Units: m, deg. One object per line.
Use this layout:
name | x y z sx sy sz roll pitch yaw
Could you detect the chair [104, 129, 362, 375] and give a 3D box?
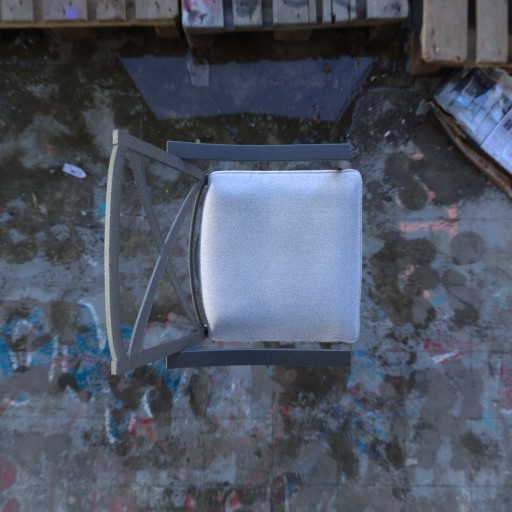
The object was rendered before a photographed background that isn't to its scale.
chair | 0.000 0.000 1.325 0.620 0.889 0.575 0 89 -1
